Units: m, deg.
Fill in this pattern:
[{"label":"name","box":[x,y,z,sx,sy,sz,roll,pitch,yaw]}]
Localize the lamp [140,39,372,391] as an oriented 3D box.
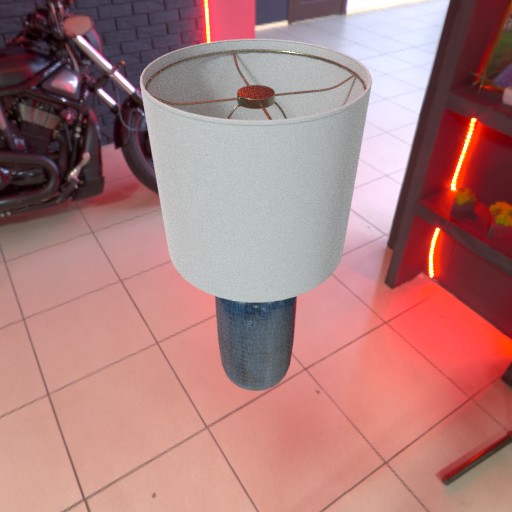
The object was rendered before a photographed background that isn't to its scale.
[{"label":"lamp","box":[0.000,0.000,0.586,0.220,0.475,0.220,0,41,0]}]
